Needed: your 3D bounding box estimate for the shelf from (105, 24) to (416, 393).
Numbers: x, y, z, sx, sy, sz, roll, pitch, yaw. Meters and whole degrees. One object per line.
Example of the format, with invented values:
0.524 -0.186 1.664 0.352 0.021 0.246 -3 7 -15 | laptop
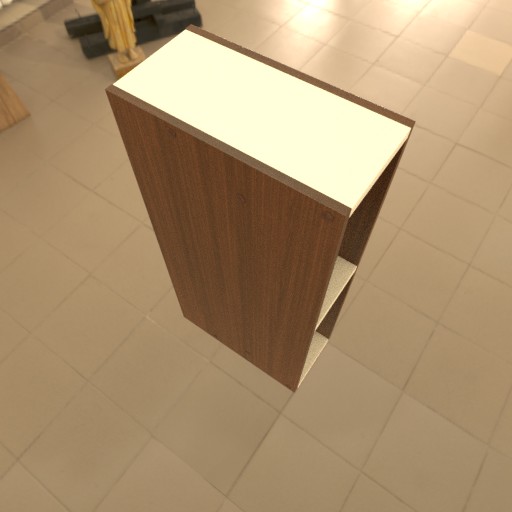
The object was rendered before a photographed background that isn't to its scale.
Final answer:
0.000 0.000 0.712 0.290 0.600 0.147 31 64 17 | shelf
